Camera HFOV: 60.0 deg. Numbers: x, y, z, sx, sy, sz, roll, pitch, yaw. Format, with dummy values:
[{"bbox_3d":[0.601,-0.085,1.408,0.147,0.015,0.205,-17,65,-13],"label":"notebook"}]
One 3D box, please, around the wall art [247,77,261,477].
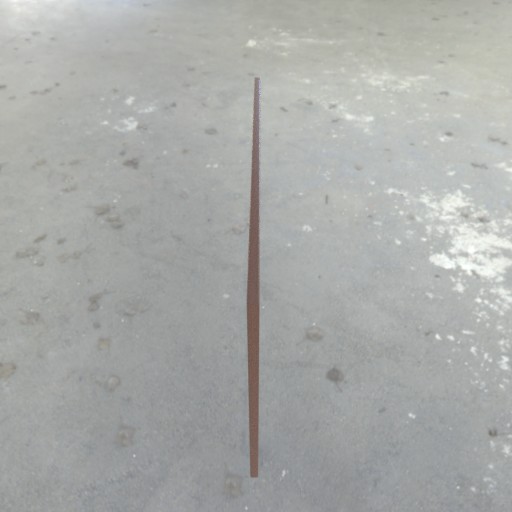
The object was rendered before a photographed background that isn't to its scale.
[{"bbox_3d":[0.000,0.000,0.873,0.014,0.455,0.660,0,42,0],"label":"wall art"}]
